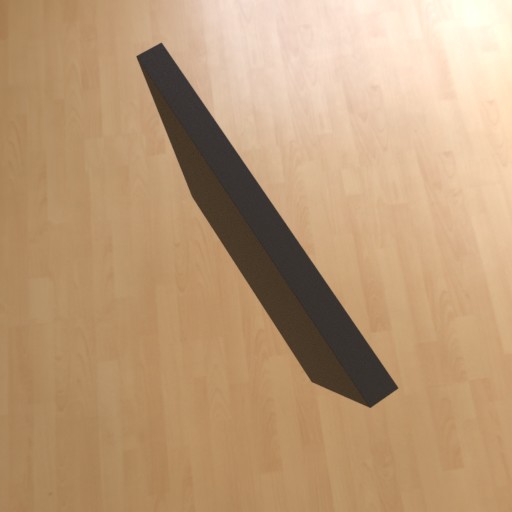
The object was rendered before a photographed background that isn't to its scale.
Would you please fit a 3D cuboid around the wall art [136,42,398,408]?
[{"bbox_3d":[0.000,0.000,0.766,0.038,0.507,0.507,-32,79,-7],"label":"wall art"}]
